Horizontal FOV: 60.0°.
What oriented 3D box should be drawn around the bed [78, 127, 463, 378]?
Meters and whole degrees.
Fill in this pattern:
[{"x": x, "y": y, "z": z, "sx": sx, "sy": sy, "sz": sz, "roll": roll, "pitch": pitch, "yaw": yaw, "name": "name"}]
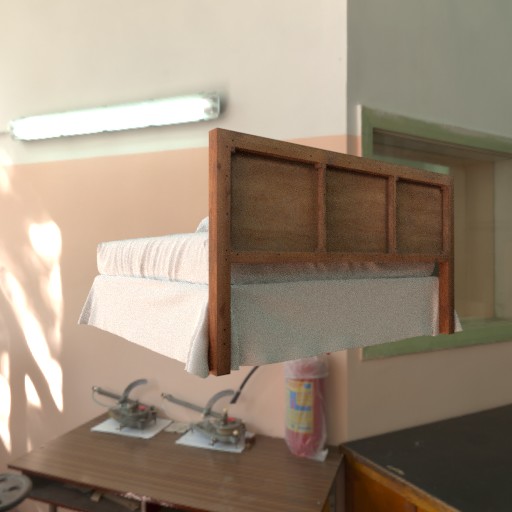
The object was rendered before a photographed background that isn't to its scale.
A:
[{"x": 0.000, "y": 0.000, "z": 3.483, "sx": 2.255, "sy": 1.158, "sz": 2.165, "roll": 0, "pitch": -1, "yaw": -36, "name": "bed"}]
